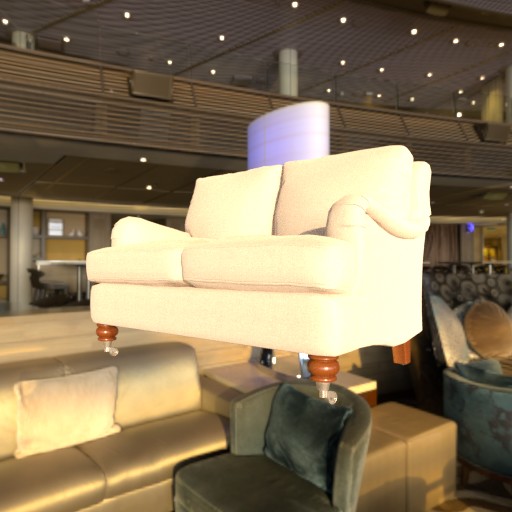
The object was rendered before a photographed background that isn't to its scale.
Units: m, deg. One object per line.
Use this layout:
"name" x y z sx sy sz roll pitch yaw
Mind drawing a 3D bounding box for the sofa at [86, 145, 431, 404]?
"sofa" 0.000 0.000 2.264 1.508 1.048 1.087 -1 -1 38
